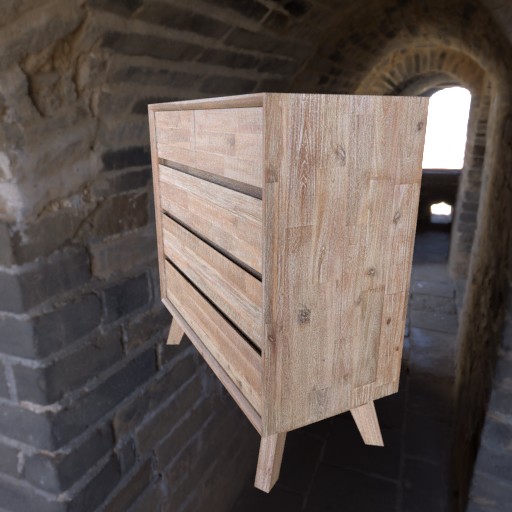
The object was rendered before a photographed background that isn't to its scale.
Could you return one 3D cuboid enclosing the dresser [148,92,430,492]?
[{"bbox_3d":[0.000,0.000,1.564,0.455,1.029,0.998,-8,19,-25],"label":"dresser"}]
